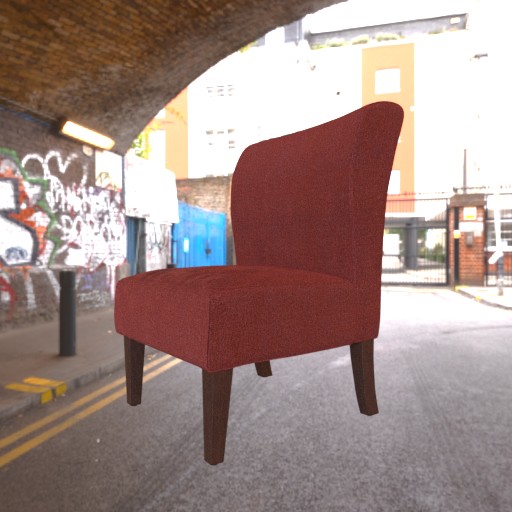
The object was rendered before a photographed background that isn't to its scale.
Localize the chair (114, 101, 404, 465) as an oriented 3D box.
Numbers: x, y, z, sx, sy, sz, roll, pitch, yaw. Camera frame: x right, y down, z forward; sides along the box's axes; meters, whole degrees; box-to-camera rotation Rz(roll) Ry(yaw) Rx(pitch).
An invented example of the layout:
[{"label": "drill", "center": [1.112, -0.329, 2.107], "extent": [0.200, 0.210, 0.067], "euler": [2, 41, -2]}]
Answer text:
[{"label": "chair", "center": [0.000, 0.000, 1.241], "extent": [0.640, 0.846, 0.538], "euler": [0, 0, -36]}]
